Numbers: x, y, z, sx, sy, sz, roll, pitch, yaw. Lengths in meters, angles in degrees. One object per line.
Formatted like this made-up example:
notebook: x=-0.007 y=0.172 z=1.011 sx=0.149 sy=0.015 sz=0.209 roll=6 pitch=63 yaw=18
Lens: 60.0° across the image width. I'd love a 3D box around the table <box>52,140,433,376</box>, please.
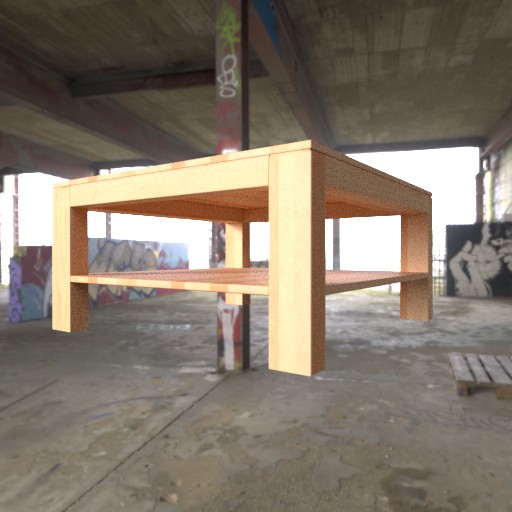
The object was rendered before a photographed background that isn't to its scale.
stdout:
table: x=0.000 y=0.000 z=1.468 sx=0.900 sy=0.450 sz=0.900 roll=0 pitch=1 yaw=36
